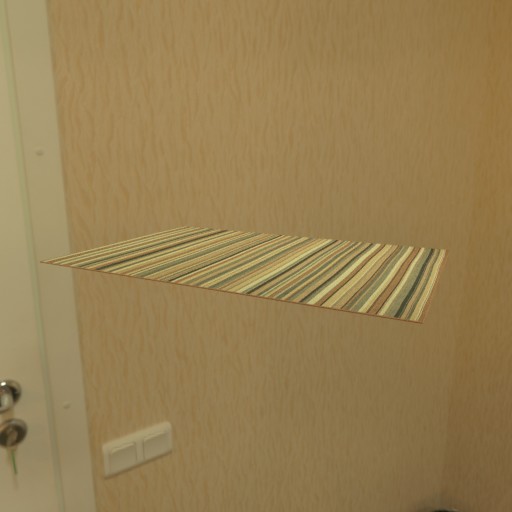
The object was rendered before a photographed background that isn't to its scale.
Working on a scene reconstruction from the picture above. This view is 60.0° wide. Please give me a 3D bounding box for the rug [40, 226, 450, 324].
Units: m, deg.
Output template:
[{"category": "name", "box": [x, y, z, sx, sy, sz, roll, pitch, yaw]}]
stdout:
[{"category": "rug", "box": [0.000, 0.000, 2.361, 1.829, 0.008, 1.219, 7, 15, 26]}]
